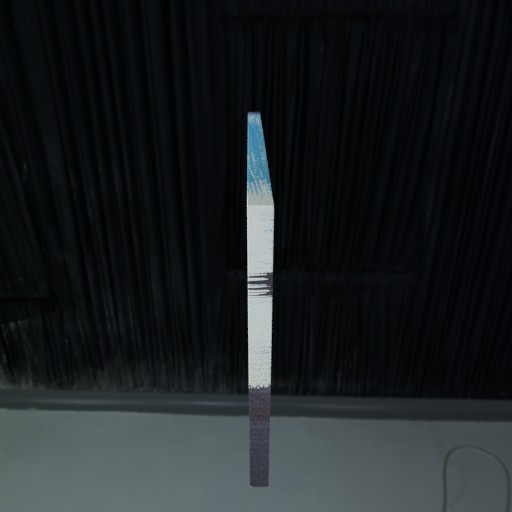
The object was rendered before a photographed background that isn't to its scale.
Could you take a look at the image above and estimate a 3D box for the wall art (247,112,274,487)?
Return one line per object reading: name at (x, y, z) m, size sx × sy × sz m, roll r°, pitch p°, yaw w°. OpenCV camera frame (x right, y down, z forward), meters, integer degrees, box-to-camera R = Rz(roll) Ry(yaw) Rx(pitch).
wall art at (0.000, 0.000, 1.186) m, size 0.039 × 0.610 × 0.914 m, roll 0°, pitch 26°, yaw -1°
